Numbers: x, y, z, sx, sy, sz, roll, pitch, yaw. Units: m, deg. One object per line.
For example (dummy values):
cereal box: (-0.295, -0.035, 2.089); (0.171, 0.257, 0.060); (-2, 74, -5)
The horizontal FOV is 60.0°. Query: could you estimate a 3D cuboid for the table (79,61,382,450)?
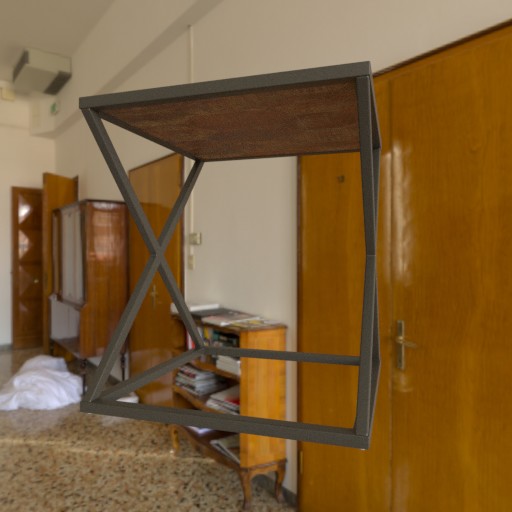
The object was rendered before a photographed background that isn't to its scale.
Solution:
table: (0.000, 0.000, 0.948); (0.500, 0.565, 0.500); (0, 1, 18)
